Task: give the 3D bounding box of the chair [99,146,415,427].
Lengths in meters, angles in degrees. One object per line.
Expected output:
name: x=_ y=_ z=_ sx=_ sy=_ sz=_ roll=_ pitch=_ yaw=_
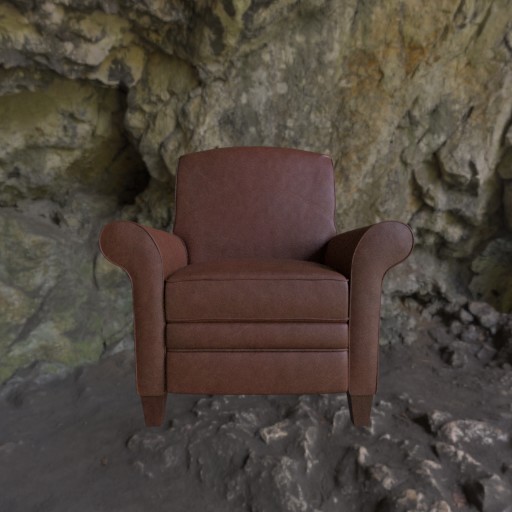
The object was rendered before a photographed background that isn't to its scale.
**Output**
chair: x=0.000 y=0.000 z=1.803 sx=0.978 sy=1.061 sz=0.902 roll=0 pitch=1 yaw=-1
